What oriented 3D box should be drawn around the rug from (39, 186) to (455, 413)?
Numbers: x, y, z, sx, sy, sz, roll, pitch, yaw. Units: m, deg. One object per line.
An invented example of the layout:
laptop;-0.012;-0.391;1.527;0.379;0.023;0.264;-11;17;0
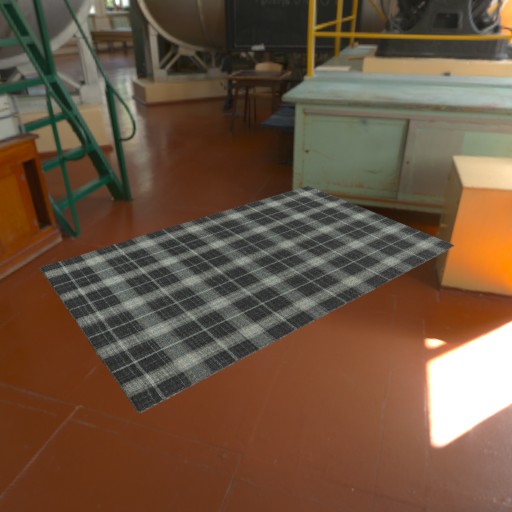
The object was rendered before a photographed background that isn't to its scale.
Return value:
rug;0.000;0.000;3.034;2.434;0.015;1.520;-21;36;-32
